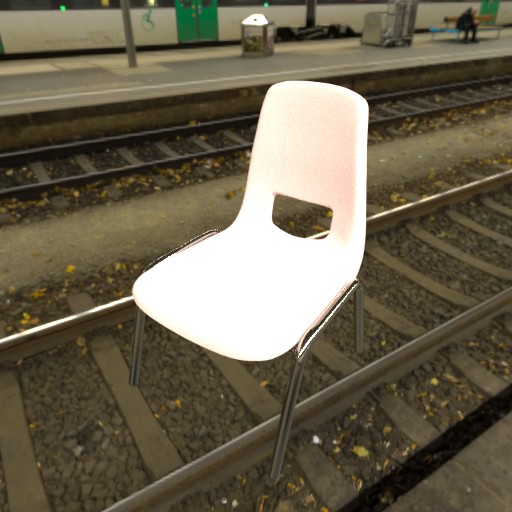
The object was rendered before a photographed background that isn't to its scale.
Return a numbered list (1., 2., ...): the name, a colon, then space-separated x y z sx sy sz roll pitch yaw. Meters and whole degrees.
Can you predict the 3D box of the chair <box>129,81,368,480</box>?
1. chair: 0.000 0.000 0.791 0.354 0.537 0.385 20 36 30
